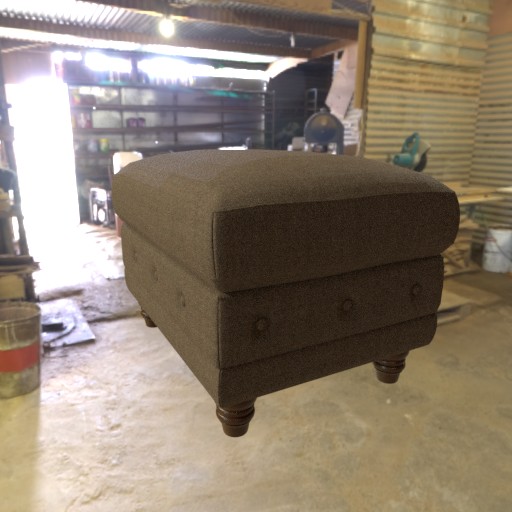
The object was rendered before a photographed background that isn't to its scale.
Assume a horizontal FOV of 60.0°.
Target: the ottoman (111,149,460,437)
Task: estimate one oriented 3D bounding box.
[{"bbox_3d":[0.000,0.000,1.196,0.599,0.555,0.809,-8,17,-27],"label":"ottoman"}]
